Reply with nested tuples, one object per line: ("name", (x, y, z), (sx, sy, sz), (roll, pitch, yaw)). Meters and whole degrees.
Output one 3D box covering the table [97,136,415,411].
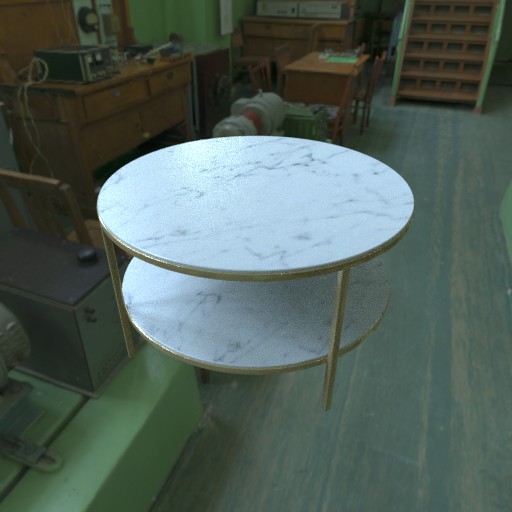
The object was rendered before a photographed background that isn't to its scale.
("table", (0.000, 0.000, 1.281), (0.800, 0.450, 0.800), (0, 33, 0))
